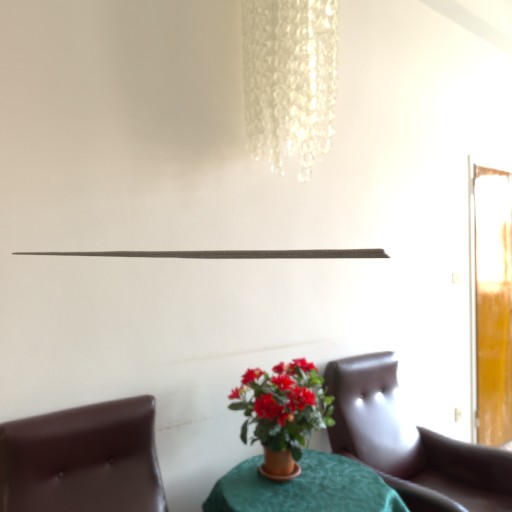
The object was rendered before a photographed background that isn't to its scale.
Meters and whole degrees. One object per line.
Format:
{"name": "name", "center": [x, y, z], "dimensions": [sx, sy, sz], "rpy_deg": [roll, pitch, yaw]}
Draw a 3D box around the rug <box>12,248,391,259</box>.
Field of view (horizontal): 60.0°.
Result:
{"name": "rug", "center": [0.000, 0.000, 4.250], "dimensions": [2.448, 0.020, 3.359], "rpy_deg": [0, -1, 18]}
